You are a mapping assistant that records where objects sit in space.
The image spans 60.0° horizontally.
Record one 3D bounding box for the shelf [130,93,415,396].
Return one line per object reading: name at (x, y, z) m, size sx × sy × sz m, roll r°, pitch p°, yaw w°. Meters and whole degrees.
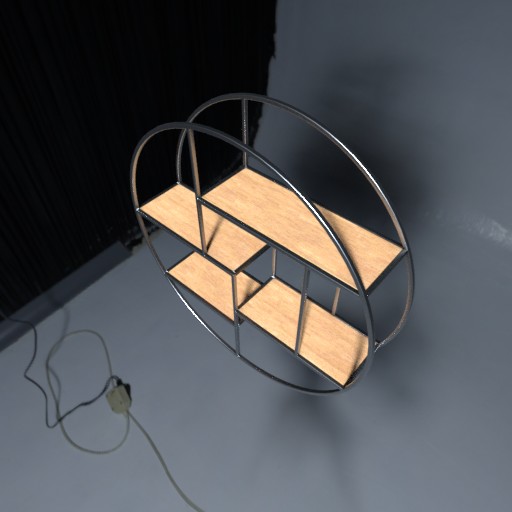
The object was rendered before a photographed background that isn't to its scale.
shelf at (0.000, 0.000, 1.309) m, size 0.888 × 0.888 × 0.202 m, roll 32°, pitch 54°, yaw 27°
